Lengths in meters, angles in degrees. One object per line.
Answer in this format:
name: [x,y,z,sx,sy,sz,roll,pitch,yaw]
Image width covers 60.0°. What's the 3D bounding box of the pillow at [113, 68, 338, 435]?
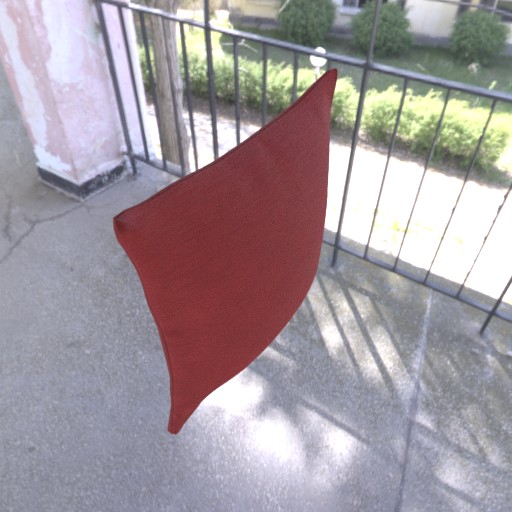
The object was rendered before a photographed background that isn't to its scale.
pillow: [0.000,0.000,0.655,0.151,0.416,0.435,25,48,24]
